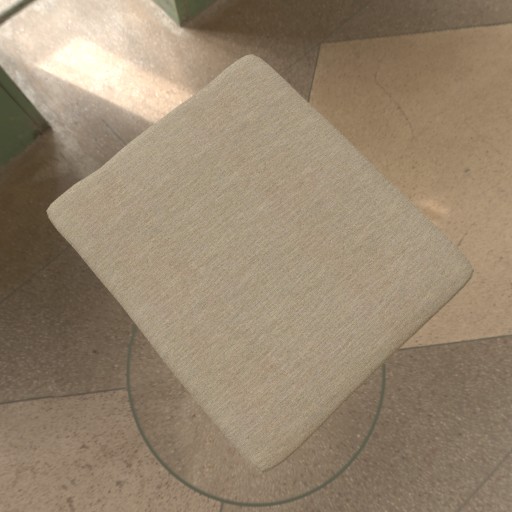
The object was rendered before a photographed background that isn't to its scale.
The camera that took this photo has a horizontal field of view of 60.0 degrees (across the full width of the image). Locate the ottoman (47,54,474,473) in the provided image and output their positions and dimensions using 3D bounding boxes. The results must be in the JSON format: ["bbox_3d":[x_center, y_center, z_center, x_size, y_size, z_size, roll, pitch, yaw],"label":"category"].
[{"bbox_3d":[0.000,0.000,1.446,0.836,0.492,0.976,-41,80,-9],"label":"ottoman"}]
